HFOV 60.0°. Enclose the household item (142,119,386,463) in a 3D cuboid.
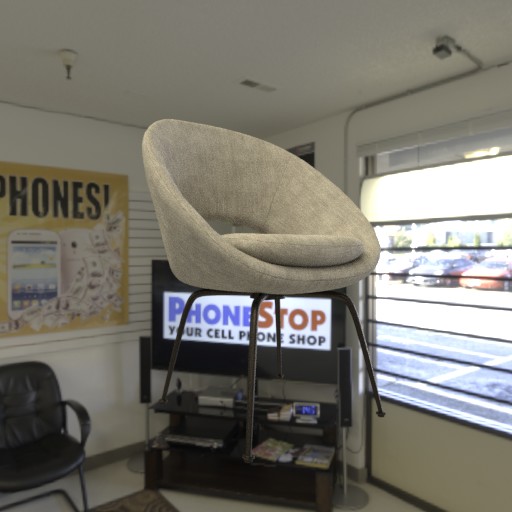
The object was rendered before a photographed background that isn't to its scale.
[{"bbox_3d":[0.000,0.000,1.282,0.643,0.869,0.587,-1,1,-36],"label":"household item"}]
